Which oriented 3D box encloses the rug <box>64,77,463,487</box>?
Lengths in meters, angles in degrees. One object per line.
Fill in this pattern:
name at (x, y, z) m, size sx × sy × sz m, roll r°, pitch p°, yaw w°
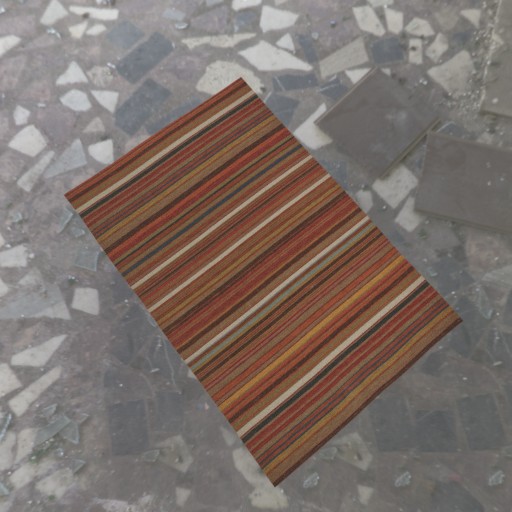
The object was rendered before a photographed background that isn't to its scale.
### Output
rug at (0.000, 0.000, 2.307) m, size 1.217 × 0.007 × 1.828 m, roll -37°, pitch 78°, yaw -10°
